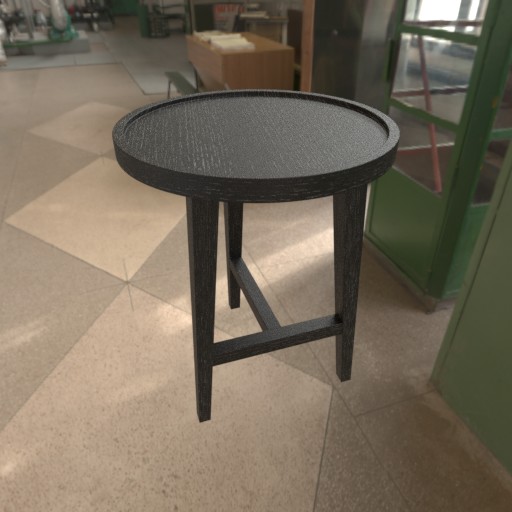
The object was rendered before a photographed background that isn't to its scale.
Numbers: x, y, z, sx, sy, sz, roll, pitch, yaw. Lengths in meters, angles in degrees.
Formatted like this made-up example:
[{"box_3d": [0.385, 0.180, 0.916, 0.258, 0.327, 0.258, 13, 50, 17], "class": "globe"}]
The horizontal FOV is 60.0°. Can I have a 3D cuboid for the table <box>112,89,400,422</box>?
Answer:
[{"box_3d": [0.000, 0.000, 0.762, 0.399, 0.460, 0.399, 0, 33, 0], "class": "table"}]
